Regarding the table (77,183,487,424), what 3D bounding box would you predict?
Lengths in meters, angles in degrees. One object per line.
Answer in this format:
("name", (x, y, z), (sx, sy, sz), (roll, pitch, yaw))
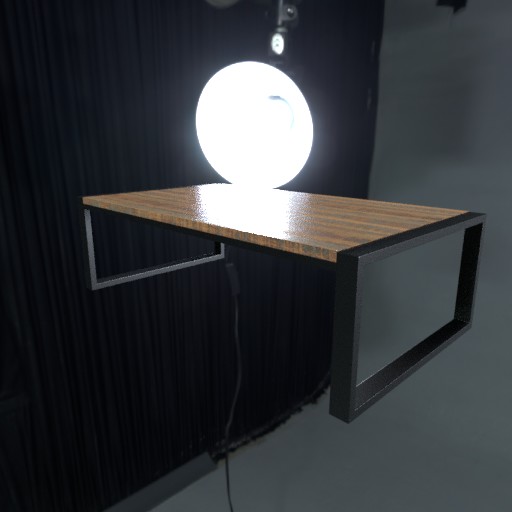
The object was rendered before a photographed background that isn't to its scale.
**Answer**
("table", (0.000, 0.000, 1.681), (0.750, 0.400, 1.350), (-15, 21, -43))
